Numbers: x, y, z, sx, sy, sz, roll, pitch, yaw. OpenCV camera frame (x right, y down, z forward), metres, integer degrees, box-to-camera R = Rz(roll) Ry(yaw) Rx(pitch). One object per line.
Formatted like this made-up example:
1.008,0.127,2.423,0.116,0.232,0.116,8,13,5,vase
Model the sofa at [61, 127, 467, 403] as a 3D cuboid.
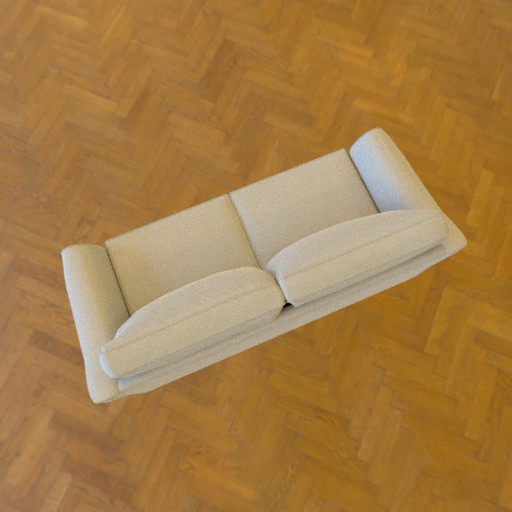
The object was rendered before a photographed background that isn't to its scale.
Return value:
0.000,0.000,2.806,2.270,0.965,0.980,-22,76,-6,sofa
